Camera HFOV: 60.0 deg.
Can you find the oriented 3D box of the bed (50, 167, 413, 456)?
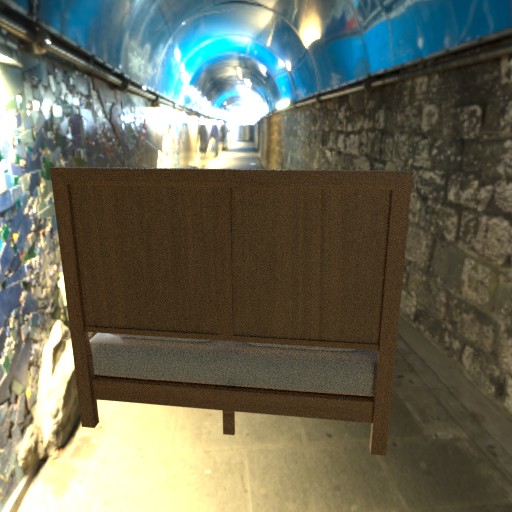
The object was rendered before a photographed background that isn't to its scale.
[{"bbox_3d":[0.000,0.000,3.156,1.606,1.387,2.184,2,16,8],"label":"bed"}]
